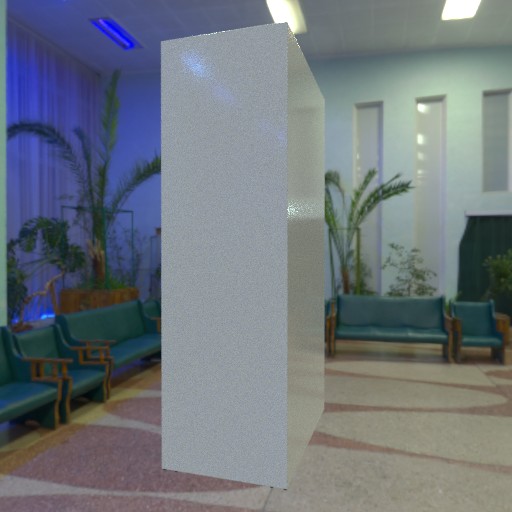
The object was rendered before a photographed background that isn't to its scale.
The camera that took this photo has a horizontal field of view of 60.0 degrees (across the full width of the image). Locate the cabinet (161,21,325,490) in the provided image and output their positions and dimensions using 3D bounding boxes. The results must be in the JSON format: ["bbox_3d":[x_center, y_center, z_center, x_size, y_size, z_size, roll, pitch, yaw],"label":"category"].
[{"bbox_3d":[0.000,0.000,2.365,0.580,1.920,0.980,0,1,18],"label":"cabinet"}]
